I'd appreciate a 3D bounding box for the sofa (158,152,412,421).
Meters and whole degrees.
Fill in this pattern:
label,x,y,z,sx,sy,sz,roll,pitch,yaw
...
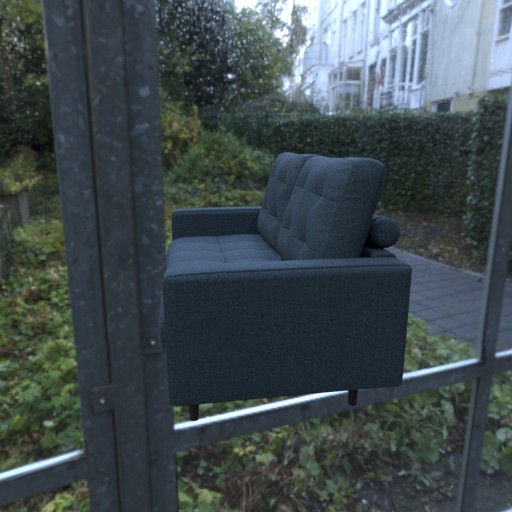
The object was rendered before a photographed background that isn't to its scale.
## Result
label,x,y,z,sx,sy,sz,roll,pitch,yaw
sofa,0.000,0.000,2.035,0.842,0.907,1.407,-2,14,-9
